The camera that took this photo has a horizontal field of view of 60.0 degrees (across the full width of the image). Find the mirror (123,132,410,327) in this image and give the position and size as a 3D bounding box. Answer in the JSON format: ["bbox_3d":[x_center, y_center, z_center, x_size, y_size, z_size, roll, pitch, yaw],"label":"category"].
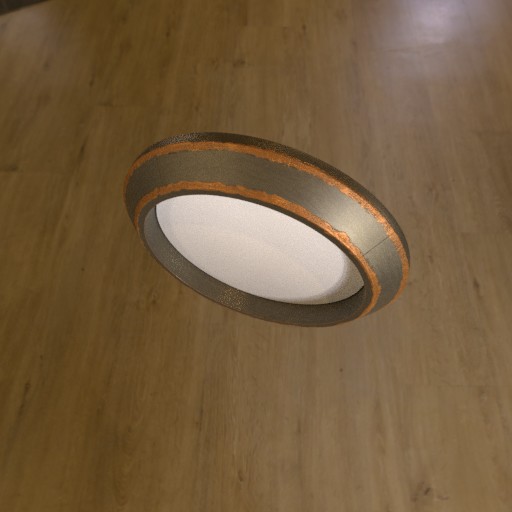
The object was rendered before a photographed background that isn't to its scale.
[{"bbox_3d":[0.000,0.000,1.388,0.907,0.907,0.111,16,61,9],"label":"mirror"}]
